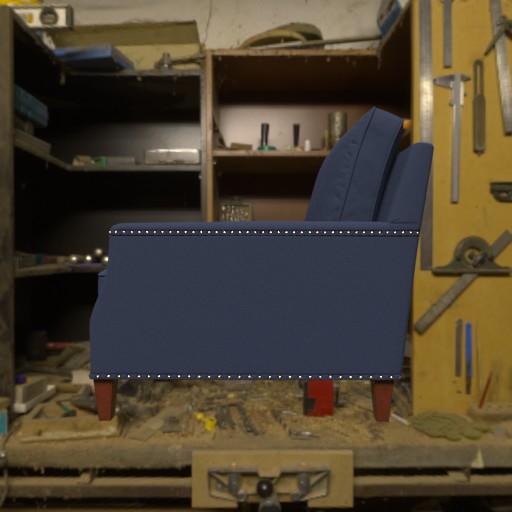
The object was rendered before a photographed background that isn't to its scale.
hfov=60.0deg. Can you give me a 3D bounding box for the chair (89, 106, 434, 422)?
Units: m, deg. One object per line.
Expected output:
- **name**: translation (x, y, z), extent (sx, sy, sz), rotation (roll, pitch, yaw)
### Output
- **chair**: translation (0.000, 0.000, 1.679), extent (1.014, 0.943, 0.853), rotation (0, 2, 0)
